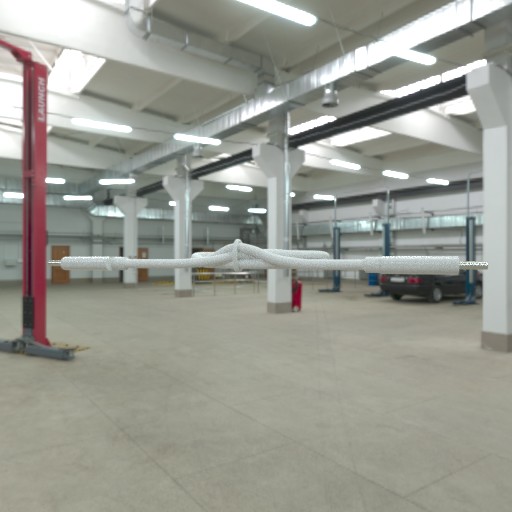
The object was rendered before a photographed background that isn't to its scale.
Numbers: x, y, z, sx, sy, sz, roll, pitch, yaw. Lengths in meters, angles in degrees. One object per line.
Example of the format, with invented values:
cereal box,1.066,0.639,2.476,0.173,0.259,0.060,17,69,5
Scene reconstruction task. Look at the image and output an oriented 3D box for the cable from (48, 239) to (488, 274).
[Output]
cable,0.000,0.000,0.209,0.186,0.014,0.070,0,0,19
